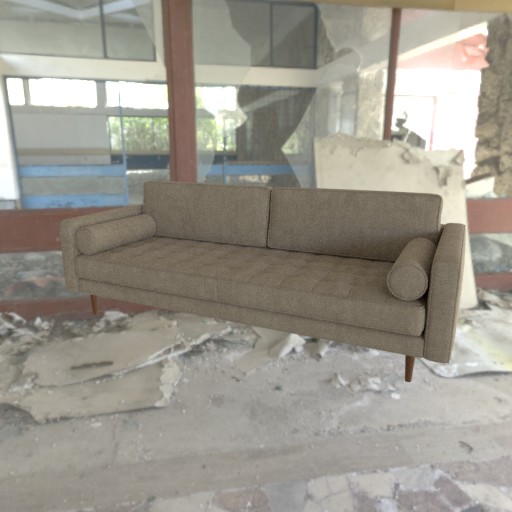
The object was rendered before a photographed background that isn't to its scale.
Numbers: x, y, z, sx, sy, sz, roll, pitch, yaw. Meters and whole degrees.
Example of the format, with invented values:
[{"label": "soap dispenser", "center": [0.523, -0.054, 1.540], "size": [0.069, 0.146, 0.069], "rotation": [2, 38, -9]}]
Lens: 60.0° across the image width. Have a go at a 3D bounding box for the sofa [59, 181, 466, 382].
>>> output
[{"label": "sofa", "center": [0.000, 0.000, 2.587], "size": [2.200, 0.770, 0.919], "rotation": [7, 16, 25]}]
